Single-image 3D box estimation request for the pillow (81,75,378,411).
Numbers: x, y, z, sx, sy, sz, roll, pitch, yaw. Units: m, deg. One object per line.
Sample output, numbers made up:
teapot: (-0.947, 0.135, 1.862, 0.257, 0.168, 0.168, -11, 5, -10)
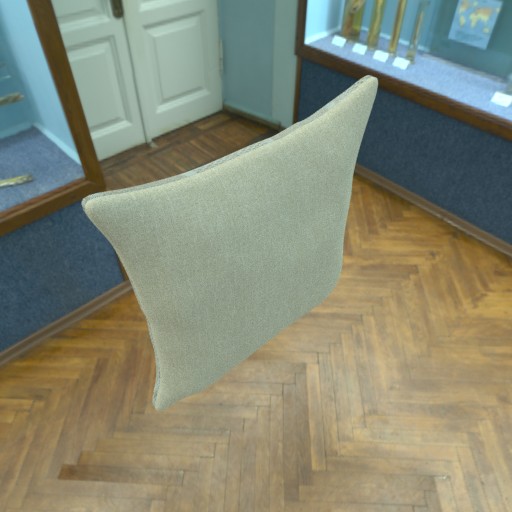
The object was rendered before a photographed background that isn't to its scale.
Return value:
pillow: (0.000, 0.000, 0.670, 0.436, 0.432, 0.138, -31, 53, -28)
